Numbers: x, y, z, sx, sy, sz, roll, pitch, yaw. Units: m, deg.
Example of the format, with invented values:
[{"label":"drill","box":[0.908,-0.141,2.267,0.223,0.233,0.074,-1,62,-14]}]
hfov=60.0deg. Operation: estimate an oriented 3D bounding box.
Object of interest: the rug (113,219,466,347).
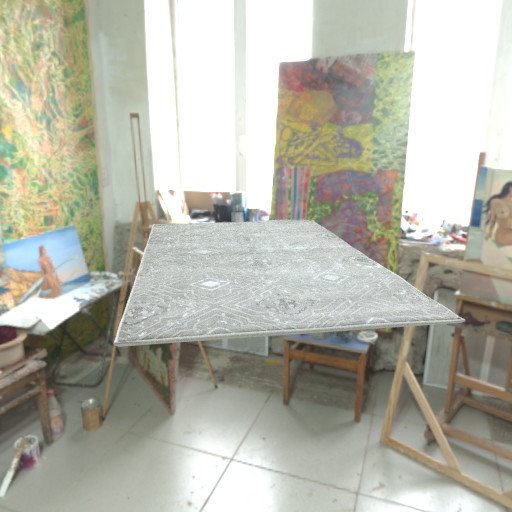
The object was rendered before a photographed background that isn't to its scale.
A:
[{"label":"rug","box":[0.000,0.000,3.036,1.537,0.036,2.447,-2,16,-9]}]
